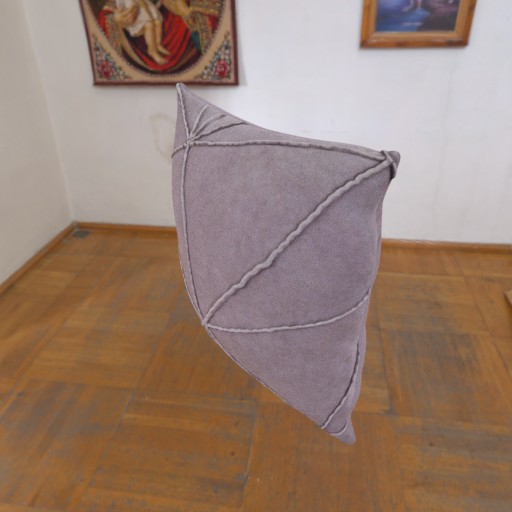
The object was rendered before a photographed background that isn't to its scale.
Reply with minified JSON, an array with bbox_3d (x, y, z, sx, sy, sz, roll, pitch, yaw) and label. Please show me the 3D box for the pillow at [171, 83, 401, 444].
[{"bbox_3d":[0.000,0.000,0.668,0.185,0.440,0.439,-21,36,-31],"label":"pillow"}]
